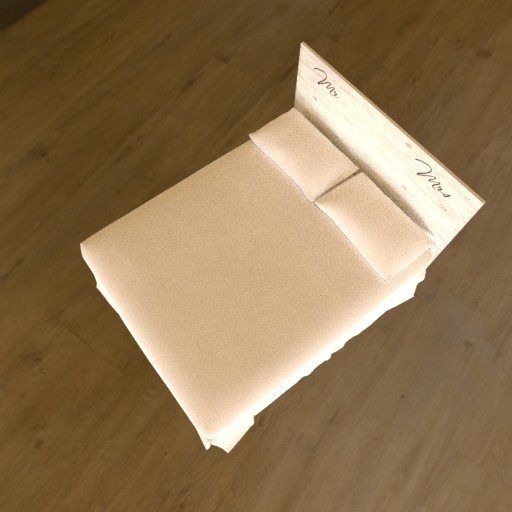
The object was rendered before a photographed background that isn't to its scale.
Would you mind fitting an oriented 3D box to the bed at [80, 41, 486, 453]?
[{"bbox_3d":[0.000,0.000,3.089,2.094,1.335,1.745,-35,70,-15],"label":"bed"}]
